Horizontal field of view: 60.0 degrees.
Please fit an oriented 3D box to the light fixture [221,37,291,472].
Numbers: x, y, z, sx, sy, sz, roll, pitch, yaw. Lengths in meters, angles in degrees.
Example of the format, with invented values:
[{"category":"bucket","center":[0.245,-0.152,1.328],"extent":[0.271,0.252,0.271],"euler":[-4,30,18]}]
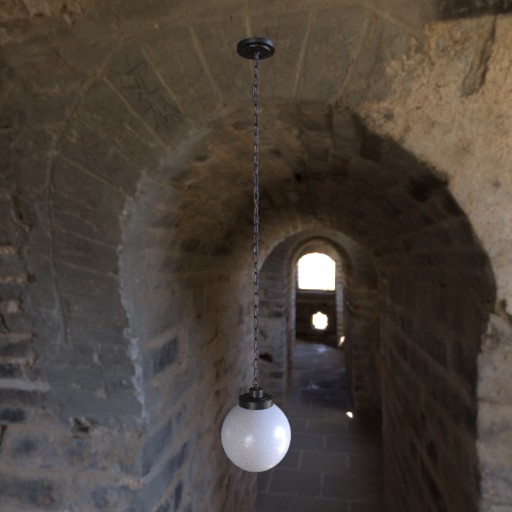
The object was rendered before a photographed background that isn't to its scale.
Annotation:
[{"category":"light fixture","center":[0.000,0.000,1.962],"extent":[0.305,1.867,0.304],"euler":[1,-1,-36]}]
